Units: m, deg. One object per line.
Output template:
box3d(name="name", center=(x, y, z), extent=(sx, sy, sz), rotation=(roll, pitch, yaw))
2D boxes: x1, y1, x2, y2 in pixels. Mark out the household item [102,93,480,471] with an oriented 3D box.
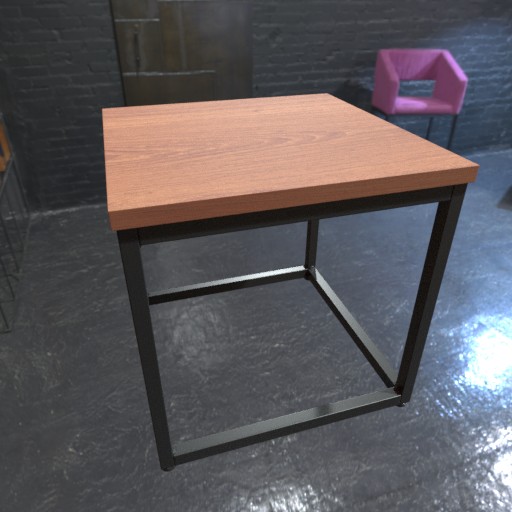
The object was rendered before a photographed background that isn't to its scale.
box3d(name="household item", center=(0.000, 0.000, 0.713), extent=(0.400, 0.400, 0.400), rotation=(-9, 33, -15))
